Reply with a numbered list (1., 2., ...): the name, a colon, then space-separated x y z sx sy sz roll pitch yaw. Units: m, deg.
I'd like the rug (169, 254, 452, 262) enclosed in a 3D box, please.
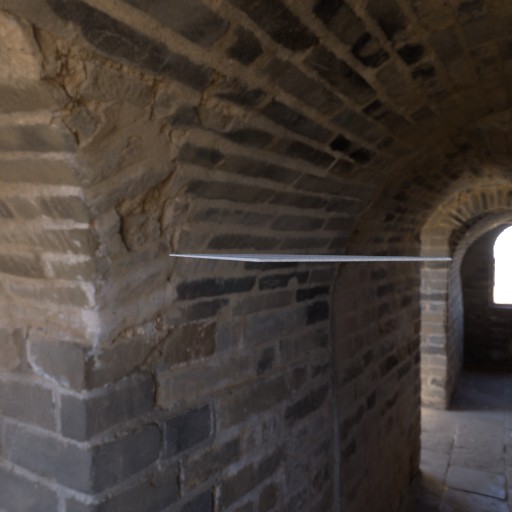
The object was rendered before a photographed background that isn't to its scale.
1. rug: 0.000 0.000 2.685 0.759 0.012 2.430 0 1 -18
